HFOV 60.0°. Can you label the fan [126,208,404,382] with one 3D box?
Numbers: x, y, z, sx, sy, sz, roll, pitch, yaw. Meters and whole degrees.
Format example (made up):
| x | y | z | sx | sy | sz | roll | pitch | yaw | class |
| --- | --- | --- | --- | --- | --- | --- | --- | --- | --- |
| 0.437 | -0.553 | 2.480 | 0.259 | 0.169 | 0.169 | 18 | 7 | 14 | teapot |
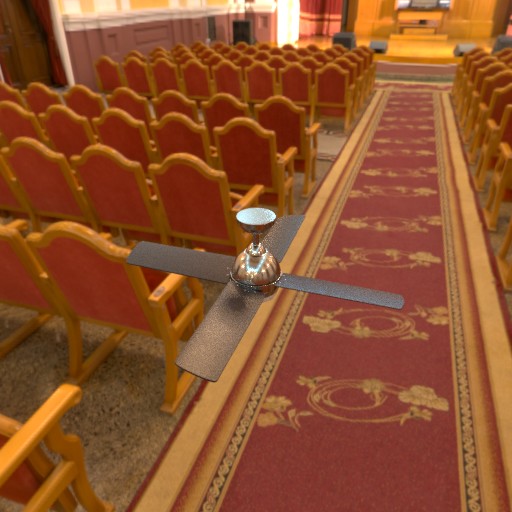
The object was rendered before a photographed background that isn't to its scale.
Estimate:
| x | y | z | sx | sy | sz | roll | pitch | yaw | class |
| --- | --- | --- | --- | --- | --- | --- | --- | --- | --- |
| 0.000 | 0.000 | 2.019 | 1.332 | 0.403 | 1.332 | 10 | 32 | 16 | fan |
